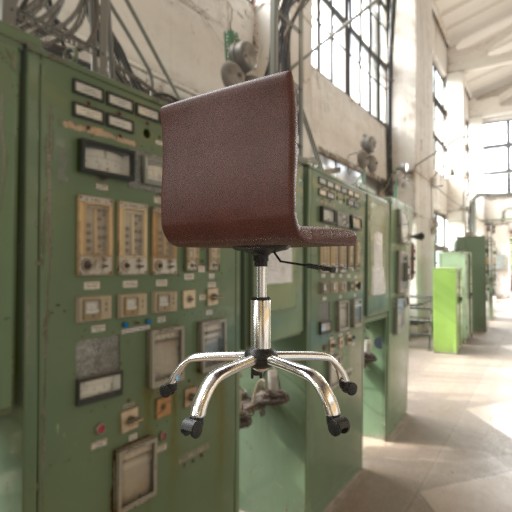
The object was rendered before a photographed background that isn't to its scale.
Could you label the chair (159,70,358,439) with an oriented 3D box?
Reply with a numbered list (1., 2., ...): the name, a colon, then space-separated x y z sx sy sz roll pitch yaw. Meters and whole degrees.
1. chair: 0.000 0.000 1.158 0.556 0.780 0.530 -1 -2 34
